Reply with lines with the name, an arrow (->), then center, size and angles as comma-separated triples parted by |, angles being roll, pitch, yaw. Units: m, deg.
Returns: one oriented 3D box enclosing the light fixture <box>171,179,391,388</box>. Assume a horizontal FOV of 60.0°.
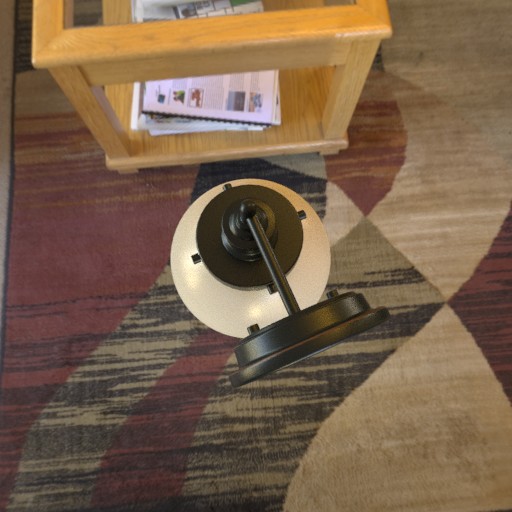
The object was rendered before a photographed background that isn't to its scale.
light fixture -> 0.000, 0.000, 0.479 | 0.197, 0.332, 0.230 | -23, 77, -6
